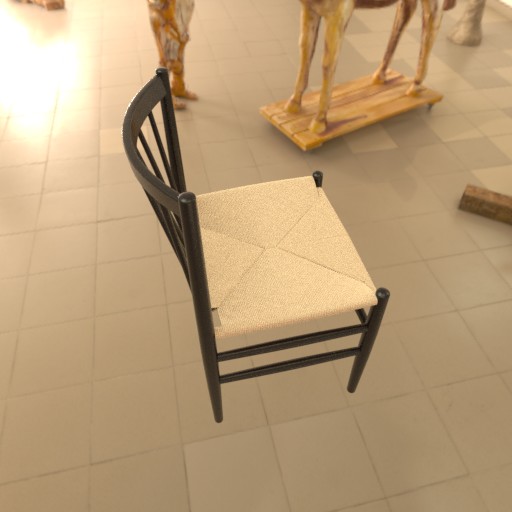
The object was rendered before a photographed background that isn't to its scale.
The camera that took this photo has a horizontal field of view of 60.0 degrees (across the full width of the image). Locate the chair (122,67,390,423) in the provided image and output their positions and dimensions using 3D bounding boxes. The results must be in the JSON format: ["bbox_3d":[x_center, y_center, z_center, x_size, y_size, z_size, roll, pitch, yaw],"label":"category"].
[{"bbox_3d":[0.000,0.000,1.153,0.516,0.818,0.495,-10,47,-9],"label":"chair"}]
